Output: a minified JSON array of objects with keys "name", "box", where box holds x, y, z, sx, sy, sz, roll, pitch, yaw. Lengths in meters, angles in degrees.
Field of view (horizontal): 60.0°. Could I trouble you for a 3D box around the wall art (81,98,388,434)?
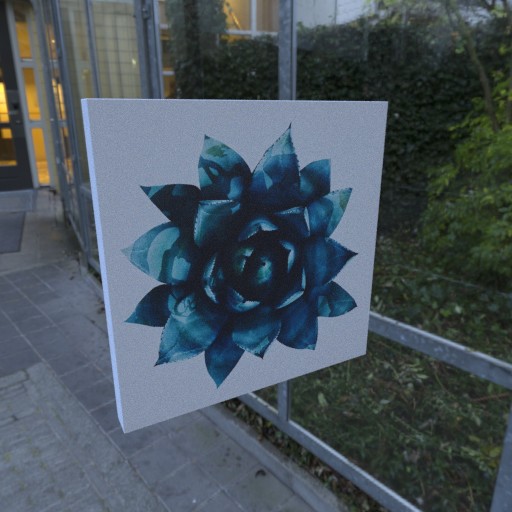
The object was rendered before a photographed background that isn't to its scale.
[{"name":"wall art","box":[0.000,0.000,0.614,0.406,0.406,0.038,-10,21,-27]}]
